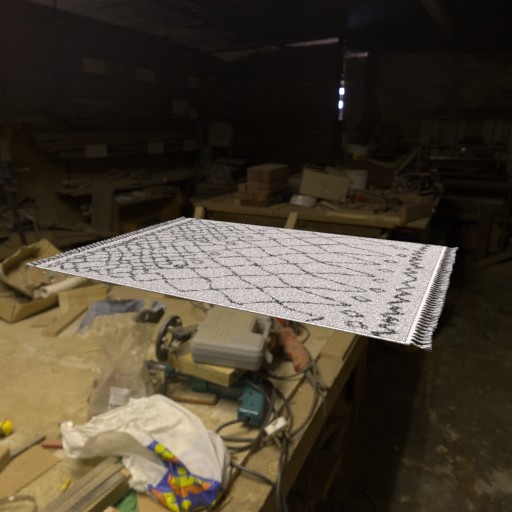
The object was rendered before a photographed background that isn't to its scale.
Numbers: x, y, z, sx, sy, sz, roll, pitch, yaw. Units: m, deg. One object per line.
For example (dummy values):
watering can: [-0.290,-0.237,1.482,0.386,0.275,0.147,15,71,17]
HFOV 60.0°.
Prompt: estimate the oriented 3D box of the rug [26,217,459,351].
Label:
rug: [0.000,0.000,2.868,2.312,0.017,1.613,8,18,26]
